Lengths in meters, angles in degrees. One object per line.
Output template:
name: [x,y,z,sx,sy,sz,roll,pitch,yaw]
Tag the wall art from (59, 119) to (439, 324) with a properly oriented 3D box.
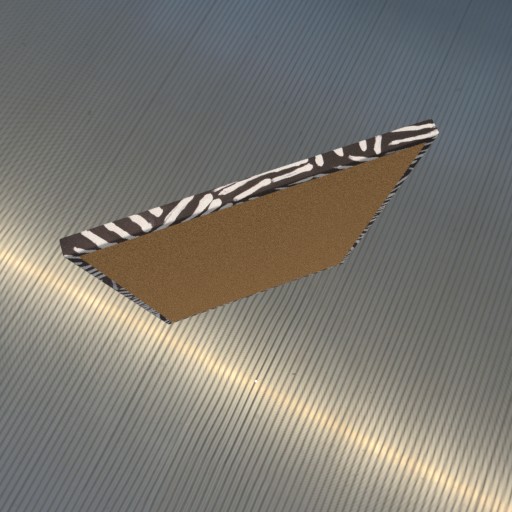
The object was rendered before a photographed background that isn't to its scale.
wall art: [0.000,0.000,1.341,0.765,1.017,0.038,-19,75,-5]
